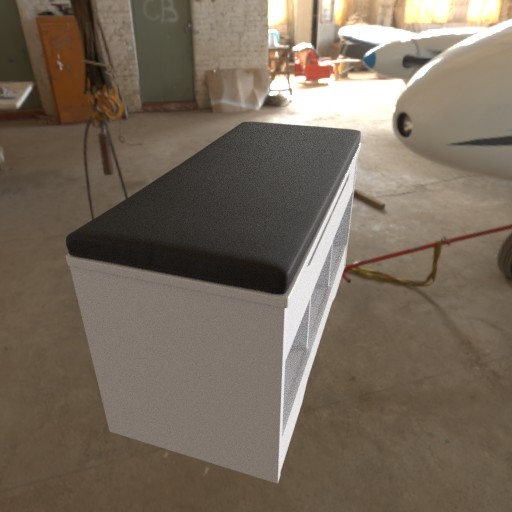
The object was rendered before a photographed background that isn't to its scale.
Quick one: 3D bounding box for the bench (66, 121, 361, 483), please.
[{"bbox_3d":[0.000,0.000,1.186,0.401,0.500,0.899,9,31,16],"label":"bench"}]
